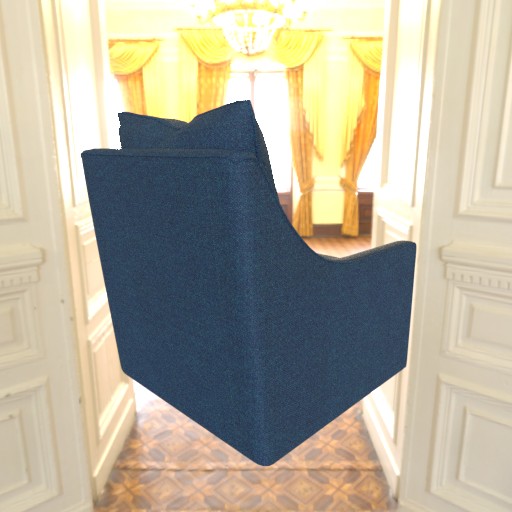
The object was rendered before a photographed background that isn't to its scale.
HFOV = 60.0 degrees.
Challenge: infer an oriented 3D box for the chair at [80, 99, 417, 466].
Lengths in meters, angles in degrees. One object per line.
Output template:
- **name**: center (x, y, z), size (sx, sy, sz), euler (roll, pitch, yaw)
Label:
- **chair**: center (0.000, 0.000, 1.524), size (0.750, 0.939, 0.870), euler (13, 19, 43)
